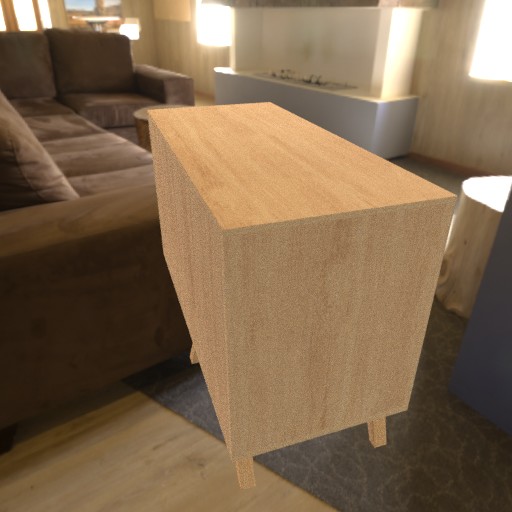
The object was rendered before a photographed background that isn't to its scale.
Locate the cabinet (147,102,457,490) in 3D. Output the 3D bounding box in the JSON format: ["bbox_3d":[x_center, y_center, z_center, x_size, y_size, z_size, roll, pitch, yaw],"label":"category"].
[{"bbox_3d":[0.000,0.000,1.492,0.500,0.780,1.110,-9,30,-16],"label":"cabinet"}]
